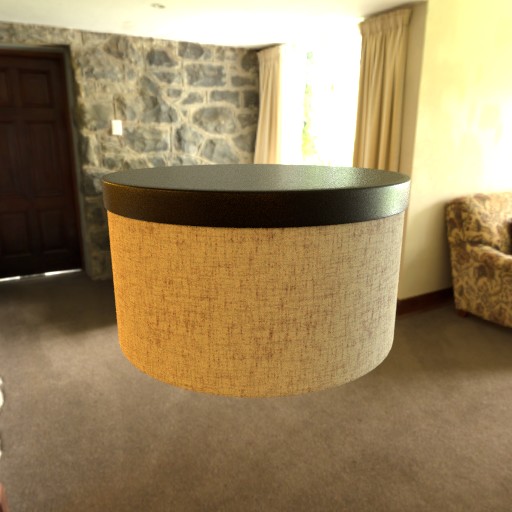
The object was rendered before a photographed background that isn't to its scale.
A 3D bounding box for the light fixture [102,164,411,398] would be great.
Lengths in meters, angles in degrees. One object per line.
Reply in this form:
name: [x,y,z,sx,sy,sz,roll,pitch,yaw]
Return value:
light fixture: [0.000,0.000,0.618,0.389,0.229,0.389,0,15,0]
